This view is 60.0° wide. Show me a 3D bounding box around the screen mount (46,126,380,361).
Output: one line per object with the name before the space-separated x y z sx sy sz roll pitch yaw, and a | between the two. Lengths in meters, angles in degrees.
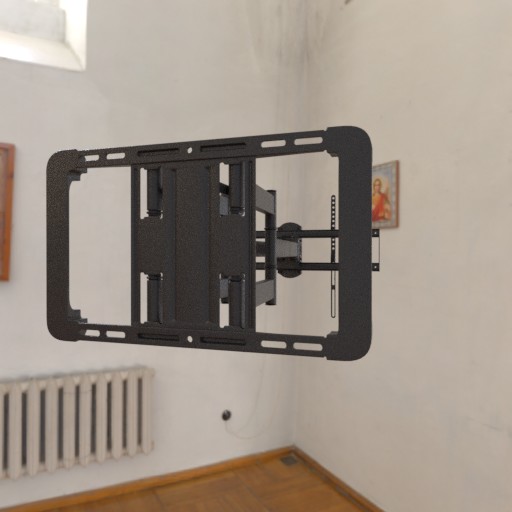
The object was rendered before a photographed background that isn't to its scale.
screen mount | 0.000 0.000 1.340 0.725 0.483 0.905 0 0 18
